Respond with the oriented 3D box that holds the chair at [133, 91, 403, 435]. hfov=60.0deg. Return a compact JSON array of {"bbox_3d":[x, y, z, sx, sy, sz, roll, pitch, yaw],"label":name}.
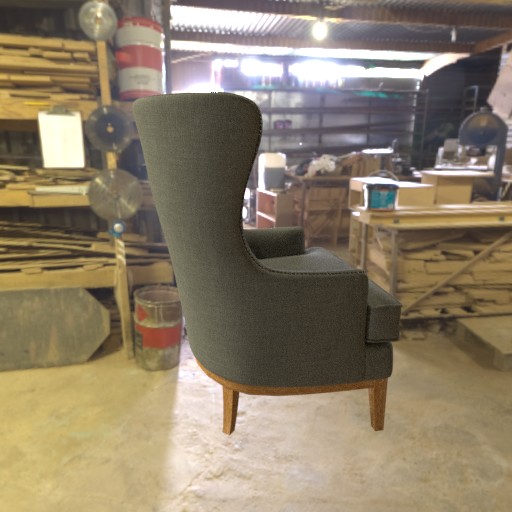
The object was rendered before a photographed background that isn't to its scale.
[{"bbox_3d":[0.000,0.000,1.790,0.883,1.176,0.864,-3,15,-10],"label":"chair"}]
